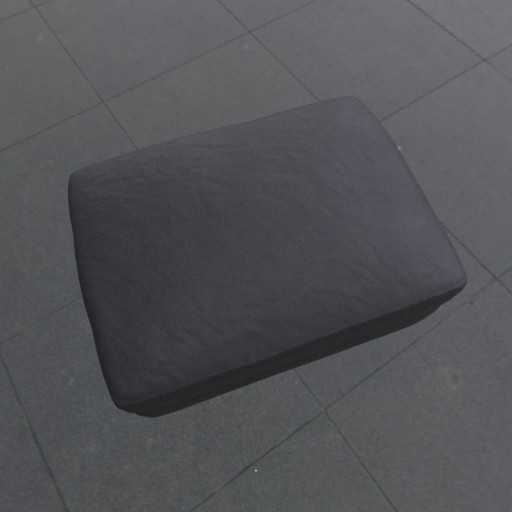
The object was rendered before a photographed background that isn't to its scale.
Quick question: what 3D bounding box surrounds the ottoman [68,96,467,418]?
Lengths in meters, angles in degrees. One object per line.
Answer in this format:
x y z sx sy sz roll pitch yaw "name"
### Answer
0.000 0.000 1.265 0.887 0.529 0.659 -18 65 -8 "ottoman"
